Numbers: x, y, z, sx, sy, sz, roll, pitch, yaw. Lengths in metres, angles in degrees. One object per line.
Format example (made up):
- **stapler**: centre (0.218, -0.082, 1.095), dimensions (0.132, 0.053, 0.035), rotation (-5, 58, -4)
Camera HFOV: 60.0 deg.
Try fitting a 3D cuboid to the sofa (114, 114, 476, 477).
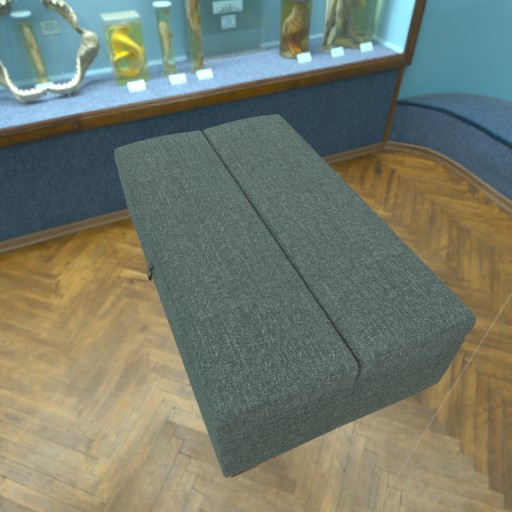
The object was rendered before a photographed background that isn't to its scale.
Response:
- **sofa**: centre (0.000, 0.000, 1.569), dimensions (0.782, 0.417, 1.198), rotation (-17, 47, -16)
